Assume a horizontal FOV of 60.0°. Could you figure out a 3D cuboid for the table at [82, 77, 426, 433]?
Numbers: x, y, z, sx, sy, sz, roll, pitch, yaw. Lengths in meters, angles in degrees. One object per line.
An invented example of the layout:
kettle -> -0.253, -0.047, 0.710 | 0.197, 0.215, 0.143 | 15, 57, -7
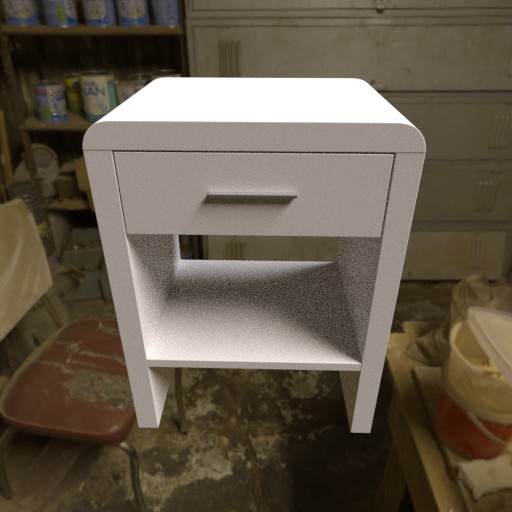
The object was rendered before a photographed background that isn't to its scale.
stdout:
table -> 0.000, 0.000, 0.853 | 0.450, 0.590, 0.350 | 1, 30, 1
